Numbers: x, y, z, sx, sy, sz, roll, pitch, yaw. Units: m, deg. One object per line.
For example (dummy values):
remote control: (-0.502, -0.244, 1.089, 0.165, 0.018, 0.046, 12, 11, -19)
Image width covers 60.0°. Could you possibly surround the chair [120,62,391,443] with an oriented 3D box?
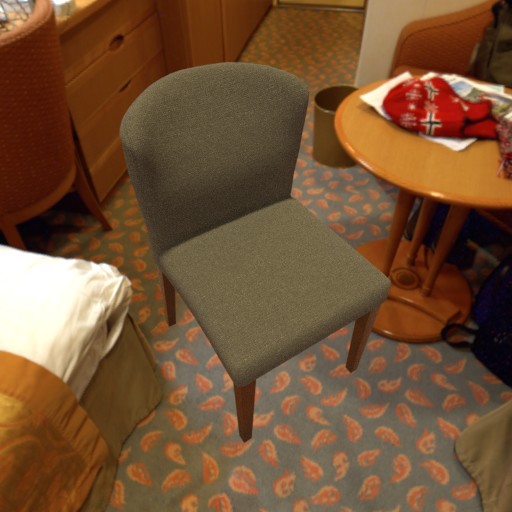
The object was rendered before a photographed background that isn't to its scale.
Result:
chair: (0.000, 0.000, 1.214, 0.491, 0.839, 0.589, -25, 51, -23)
